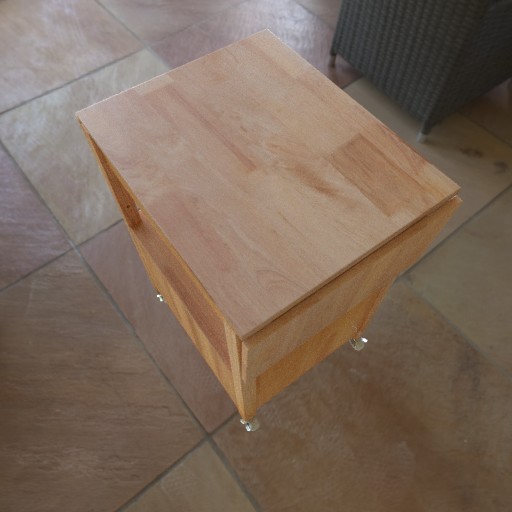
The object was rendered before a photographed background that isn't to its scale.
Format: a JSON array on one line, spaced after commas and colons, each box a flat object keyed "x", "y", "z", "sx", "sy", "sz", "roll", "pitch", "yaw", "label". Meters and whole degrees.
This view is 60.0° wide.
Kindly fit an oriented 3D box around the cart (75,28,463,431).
[{"x": 0.000, "y": 0.000, "z": 1.234, "sx": 0.508, "sy": 0.838, "sz": 0.640, "roll": -32, "pitch": 65, "yaw": -17, "label": "cart"}]
